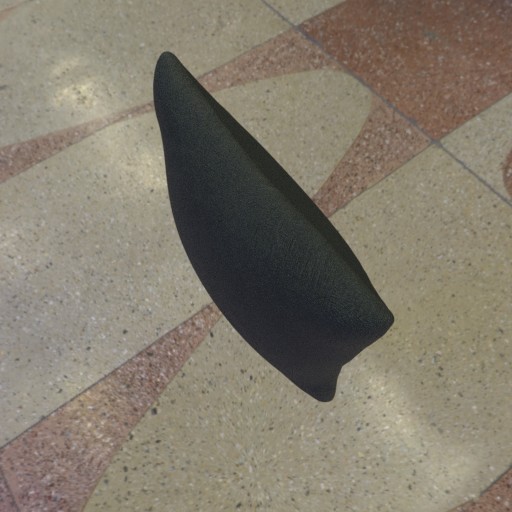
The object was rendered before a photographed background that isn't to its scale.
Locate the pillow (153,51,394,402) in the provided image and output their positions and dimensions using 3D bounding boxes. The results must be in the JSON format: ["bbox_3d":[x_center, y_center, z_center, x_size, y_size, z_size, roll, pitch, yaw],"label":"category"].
[{"bbox_3d":[0.000,0.000,0.798,0.210,0.523,0.533,-32,68,-15],"label":"pillow"}]
